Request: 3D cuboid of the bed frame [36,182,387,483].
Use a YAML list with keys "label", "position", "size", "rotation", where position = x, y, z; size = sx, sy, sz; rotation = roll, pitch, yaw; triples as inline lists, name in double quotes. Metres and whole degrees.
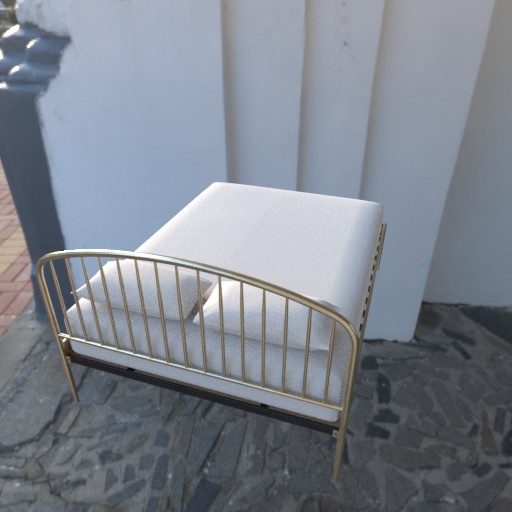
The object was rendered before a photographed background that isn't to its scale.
- label: "bed frame"
  position: [0.000, 0.000, 3.040]
  size: [1.612, 1.175, 2.152]
  rotation: [10, 32, 16]
